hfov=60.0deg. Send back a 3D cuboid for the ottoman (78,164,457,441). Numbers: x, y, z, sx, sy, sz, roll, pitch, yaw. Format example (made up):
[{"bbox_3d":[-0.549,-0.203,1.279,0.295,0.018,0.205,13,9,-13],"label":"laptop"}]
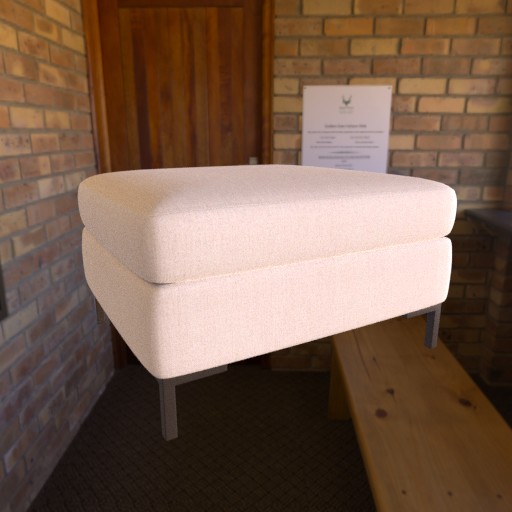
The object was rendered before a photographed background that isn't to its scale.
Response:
[{"bbox_3d":[0.000,0.000,1.181,0.794,0.453,0.657,-9,17,-29],"label":"ottoman"}]
